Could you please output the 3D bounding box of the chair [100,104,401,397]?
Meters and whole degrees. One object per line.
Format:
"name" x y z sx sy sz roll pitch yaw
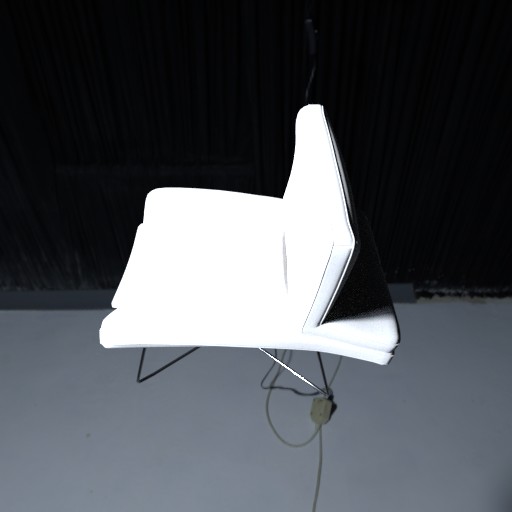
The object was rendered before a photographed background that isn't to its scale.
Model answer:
"chair" 0.000 0.000 1.694 1.008 0.855 0.859 1 41 1
